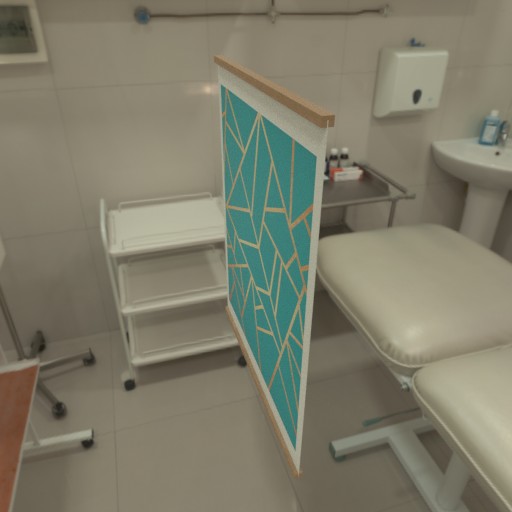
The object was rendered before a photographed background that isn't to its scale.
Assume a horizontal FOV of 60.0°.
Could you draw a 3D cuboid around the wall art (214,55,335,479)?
[{"bbox_3d":[0.000,0.000,0.667,0.012,0.508,0.405,-9,32,-15],"label":"wall art"}]
